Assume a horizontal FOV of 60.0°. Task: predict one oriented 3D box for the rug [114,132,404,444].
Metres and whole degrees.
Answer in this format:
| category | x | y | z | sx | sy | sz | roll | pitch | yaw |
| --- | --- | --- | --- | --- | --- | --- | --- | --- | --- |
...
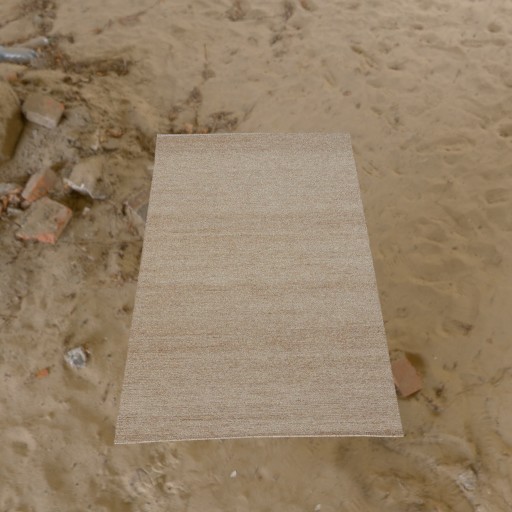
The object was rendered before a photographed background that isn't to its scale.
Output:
| category | x | y | z | sx | sy | sz | roll | pitch | yaw |
| --- | --- | --- | --- | --- | --- | --- | --- | --- | --- |
| rug | 0.000 | 0.000 | 3.004 | 1.574 | 0.029 | 2.346 | -1 | 59 | 0 |
